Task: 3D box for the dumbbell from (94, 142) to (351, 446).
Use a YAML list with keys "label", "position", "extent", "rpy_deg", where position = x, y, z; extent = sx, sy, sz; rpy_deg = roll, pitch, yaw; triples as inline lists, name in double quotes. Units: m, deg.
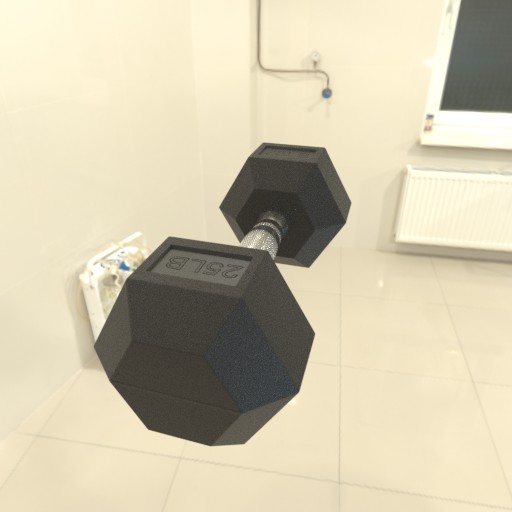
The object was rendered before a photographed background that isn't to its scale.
- label: "dumbbell"
  position: [0.000, 0.000, 0.370]
  extent: [0.129, 0.113, 0.315]
  rpy_deg: [8, 31, 14]
